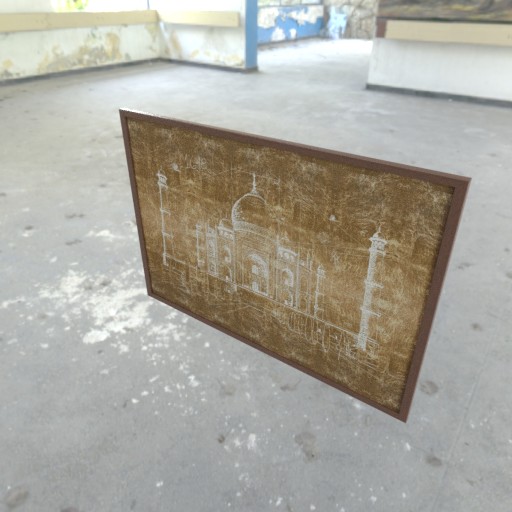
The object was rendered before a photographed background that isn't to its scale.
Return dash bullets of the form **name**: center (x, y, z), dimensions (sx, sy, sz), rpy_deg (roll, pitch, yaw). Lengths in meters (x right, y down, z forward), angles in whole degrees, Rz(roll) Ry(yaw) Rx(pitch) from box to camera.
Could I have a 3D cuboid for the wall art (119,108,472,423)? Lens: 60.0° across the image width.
- **wall art**: center (0.000, 0.000, 0.835), dimensions (0.660, 0.455, 0.014), rpy_deg (20, 37, 30)
